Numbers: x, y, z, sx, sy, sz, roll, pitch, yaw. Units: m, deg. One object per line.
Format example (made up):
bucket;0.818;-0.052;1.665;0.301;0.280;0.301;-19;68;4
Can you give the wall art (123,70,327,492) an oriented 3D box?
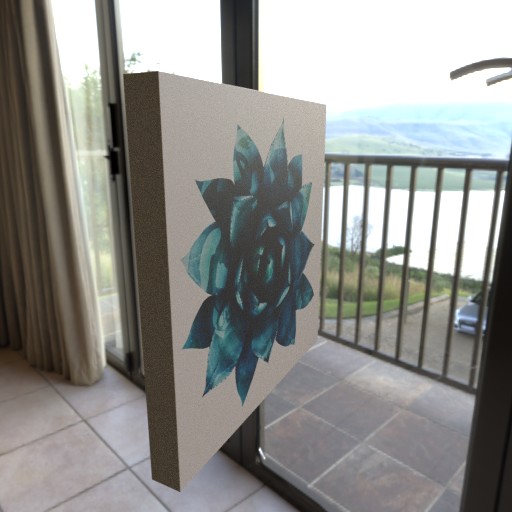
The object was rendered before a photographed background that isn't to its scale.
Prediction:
wall art;0.000;0.000;0.589;0.038;0.406;0.406;8;17;27
